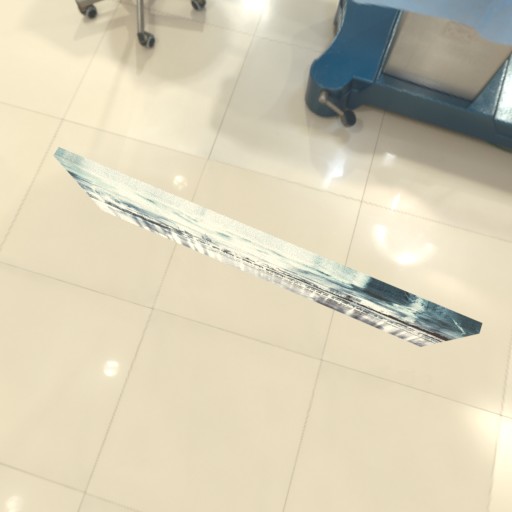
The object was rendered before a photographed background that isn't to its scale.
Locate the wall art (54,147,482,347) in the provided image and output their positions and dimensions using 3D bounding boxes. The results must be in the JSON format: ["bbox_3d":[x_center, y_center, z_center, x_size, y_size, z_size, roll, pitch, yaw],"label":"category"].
[{"bbox_3d":[0.000,0.000,1.702,1.524,0.509,0.037,23,75,6],"label":"wall art"}]
